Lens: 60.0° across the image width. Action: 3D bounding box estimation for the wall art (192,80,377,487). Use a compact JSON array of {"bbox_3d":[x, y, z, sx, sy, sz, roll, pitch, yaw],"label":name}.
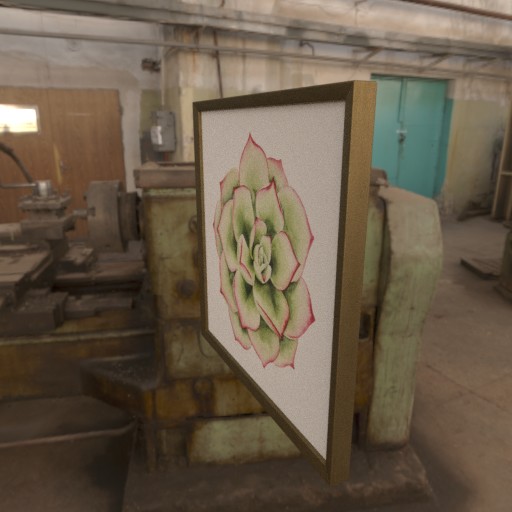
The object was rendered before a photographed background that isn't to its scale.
[{"bbox_3d":[0.000,0.000,0.740,0.031,0.506,0.503,-8,18,-25],"label":"wall art"}]
